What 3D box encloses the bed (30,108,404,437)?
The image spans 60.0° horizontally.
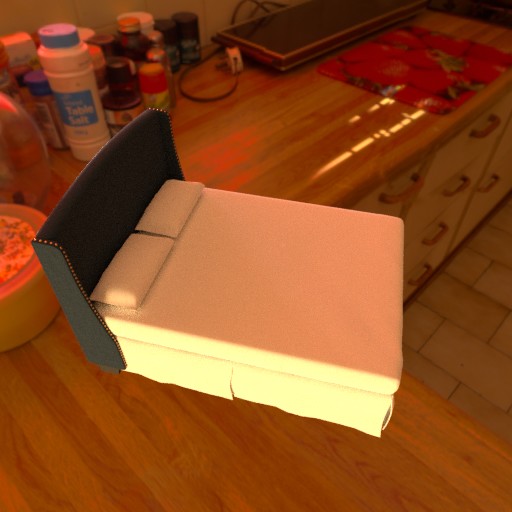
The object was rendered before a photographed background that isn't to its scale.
[{"bbox_3d":[0.000,0.000,3.212,2.223,1.402,1.604,10,46,10],"label":"bed"}]
